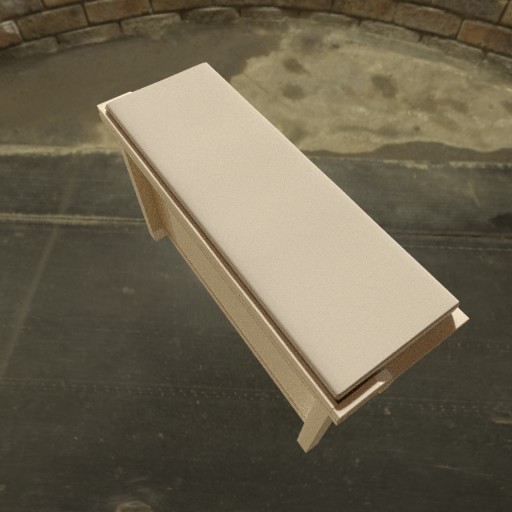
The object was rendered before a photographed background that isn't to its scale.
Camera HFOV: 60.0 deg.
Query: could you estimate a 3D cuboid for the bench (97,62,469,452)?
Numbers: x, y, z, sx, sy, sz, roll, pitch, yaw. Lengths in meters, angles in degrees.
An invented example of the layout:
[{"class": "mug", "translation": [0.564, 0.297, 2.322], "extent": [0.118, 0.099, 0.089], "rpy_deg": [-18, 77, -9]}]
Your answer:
[{"class": "bench", "translation": [0.000, 0.000, 1.254], "extent": [0.346, 0.589, 0.987], "rpy_deg": [-31, 63, -18]}]
